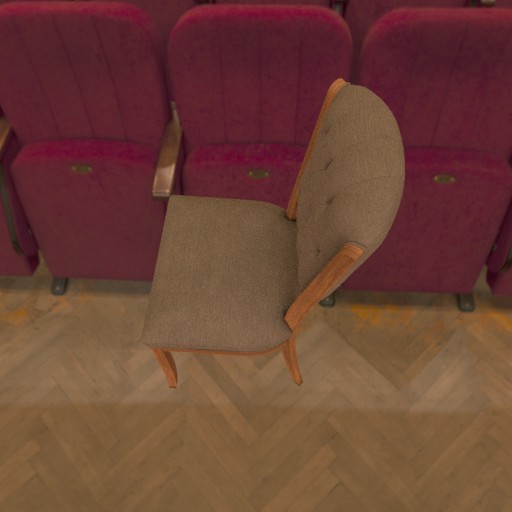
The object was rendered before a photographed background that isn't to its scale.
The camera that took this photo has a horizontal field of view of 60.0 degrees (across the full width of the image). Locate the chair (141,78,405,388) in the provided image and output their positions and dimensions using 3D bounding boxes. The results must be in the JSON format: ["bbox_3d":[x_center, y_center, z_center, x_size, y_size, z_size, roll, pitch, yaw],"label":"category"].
[{"bbox_3d":[0.000,0.000,1.247,0.584,0.905,0.513,2,58,2],"label":"chair"}]
